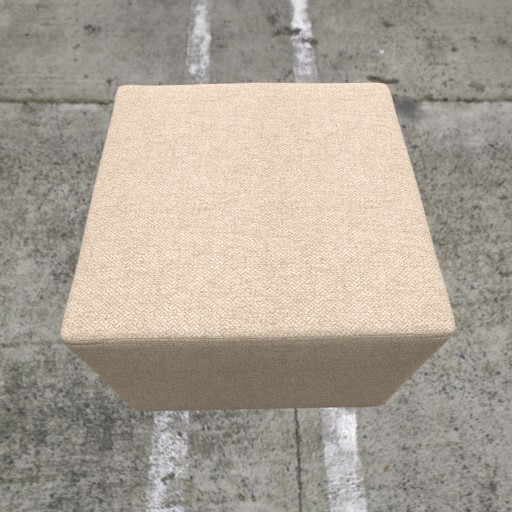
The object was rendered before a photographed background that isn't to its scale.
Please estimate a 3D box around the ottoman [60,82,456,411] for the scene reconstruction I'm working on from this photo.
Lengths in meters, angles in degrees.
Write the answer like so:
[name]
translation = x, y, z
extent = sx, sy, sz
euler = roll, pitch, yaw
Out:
[ottoman]
translation = 0.000, 0.000, 0.844
extent = 0.508, 0.432, 0.508
euler = -1, 58, -1
